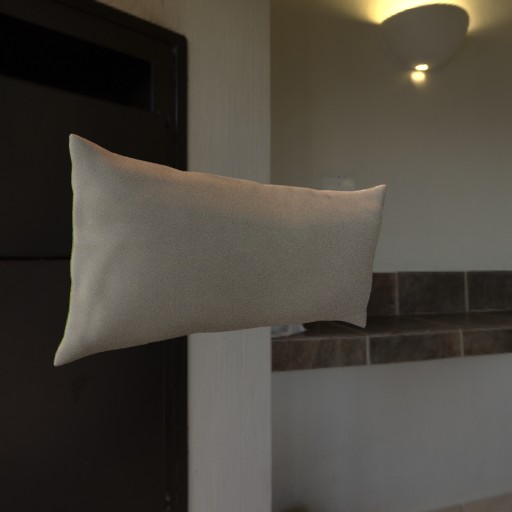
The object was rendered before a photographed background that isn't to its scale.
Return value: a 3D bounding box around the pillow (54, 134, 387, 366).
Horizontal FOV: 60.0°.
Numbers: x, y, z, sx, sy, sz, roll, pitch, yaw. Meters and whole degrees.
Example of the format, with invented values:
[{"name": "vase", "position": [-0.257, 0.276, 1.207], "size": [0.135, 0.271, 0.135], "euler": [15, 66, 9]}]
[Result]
[{"name": "pillow", "position": [0.000, 0.000, 0.731], "size": [0.608, 0.292, 0.156], "euler": [1, -1, -37]}]
